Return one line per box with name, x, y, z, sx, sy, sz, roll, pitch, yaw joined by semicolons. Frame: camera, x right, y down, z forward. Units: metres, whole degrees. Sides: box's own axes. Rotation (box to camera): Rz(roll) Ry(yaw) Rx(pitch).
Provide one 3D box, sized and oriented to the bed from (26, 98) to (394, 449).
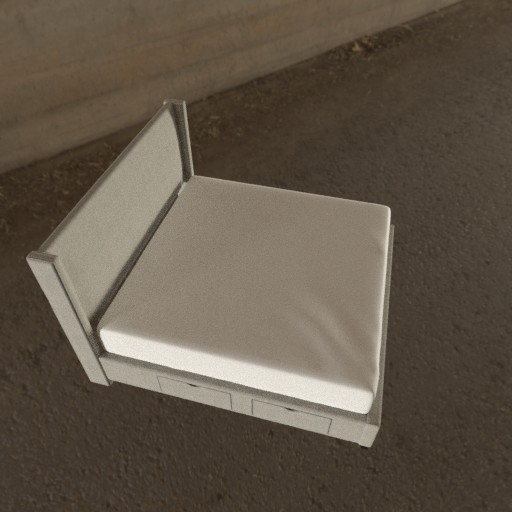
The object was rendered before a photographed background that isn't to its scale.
bed;0.000;0.000;3.668;2.280;1.470;2.140;11;46;10
